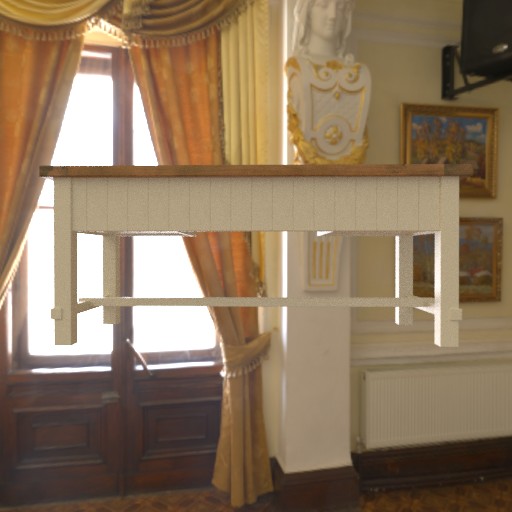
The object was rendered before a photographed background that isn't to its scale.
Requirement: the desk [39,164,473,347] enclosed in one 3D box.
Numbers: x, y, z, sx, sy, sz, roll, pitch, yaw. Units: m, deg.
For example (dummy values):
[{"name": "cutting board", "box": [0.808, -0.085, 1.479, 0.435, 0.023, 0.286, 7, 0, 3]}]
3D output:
[{"name": "desk", "box": [0.000, 0.000, 2.188, 1.803, 0.762, 0.688, 0, 0, 1]}]
